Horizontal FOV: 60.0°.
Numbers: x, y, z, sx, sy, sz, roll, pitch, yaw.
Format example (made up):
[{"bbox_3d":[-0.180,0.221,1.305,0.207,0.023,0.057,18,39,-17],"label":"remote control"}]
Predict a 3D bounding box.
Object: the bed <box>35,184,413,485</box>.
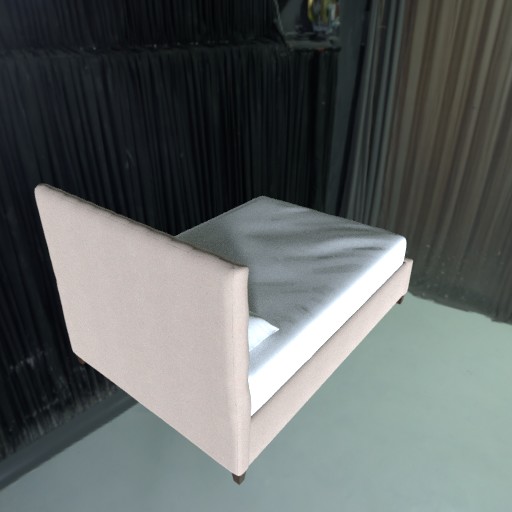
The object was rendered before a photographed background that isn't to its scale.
[{"bbox_3d":[0.000,0.000,3.431,1.698,1.427,2.387,21,35,33],"label":"bed"}]
